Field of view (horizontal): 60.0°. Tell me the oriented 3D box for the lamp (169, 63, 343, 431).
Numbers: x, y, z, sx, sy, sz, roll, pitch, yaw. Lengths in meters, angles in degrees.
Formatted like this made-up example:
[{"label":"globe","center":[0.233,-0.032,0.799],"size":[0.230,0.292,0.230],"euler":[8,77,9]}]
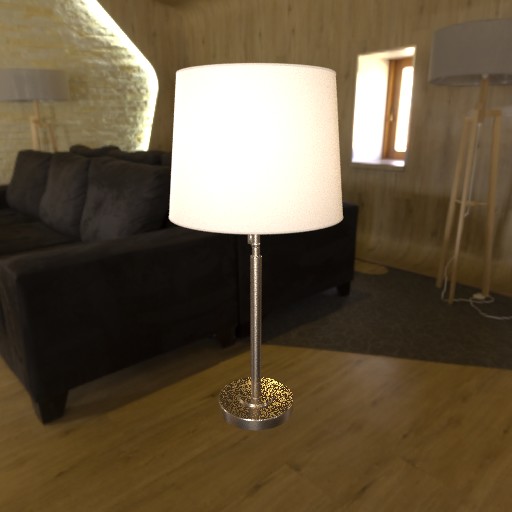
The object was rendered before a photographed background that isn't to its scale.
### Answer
[{"label":"lamp","center":[0.000,0.000,0.885],"size":[0.333,0.696,0.333],"euler":[0,16,0]}]
